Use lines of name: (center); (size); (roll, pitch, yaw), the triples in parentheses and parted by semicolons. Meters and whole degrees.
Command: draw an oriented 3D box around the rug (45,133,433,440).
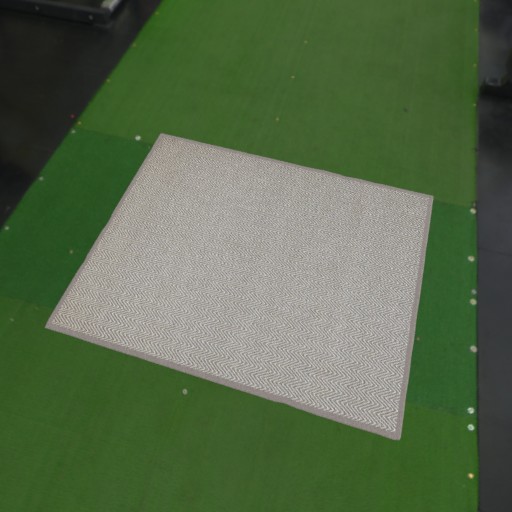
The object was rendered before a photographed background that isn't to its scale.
rug: (0.000, 0.000, 4.125); (3.007, 0.032, 2.434); (15, 60, 9)
